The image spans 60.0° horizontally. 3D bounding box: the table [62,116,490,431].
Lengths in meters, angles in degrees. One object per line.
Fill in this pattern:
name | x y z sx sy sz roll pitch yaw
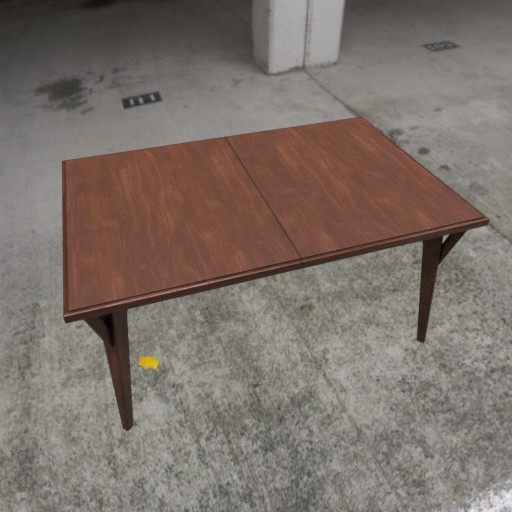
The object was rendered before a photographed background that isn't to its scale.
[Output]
table | 0.000 0.000 2.080 1.524 0.761 0.990 -12 42 -14
